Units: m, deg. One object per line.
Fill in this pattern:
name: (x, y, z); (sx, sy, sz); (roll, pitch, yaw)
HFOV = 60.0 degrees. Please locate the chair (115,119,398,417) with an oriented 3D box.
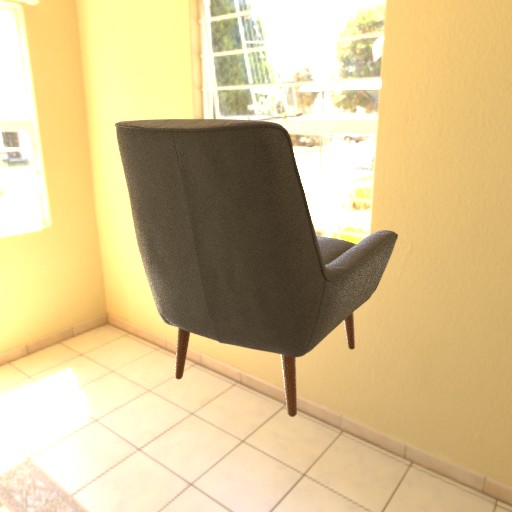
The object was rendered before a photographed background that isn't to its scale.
chair: (0.000, 0.000, 1.506); (0.787, 0.888, 0.822); (9, 19, 27)
